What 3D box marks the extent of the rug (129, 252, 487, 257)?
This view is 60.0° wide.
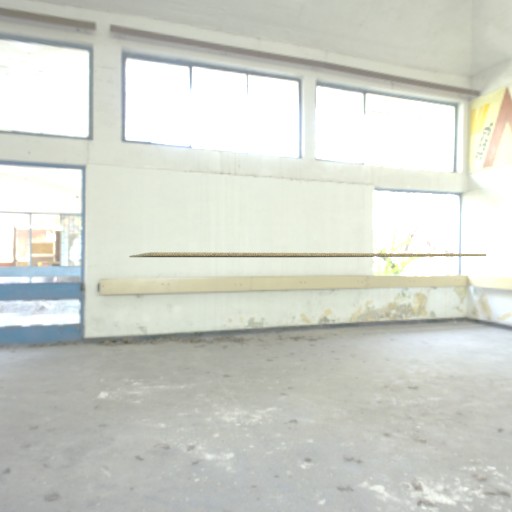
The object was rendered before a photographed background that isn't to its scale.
[{"bbox_3d":[0.000,0.000,2.342,1.240,0.010,1.824,0,0,-18],"label":"rug"}]
